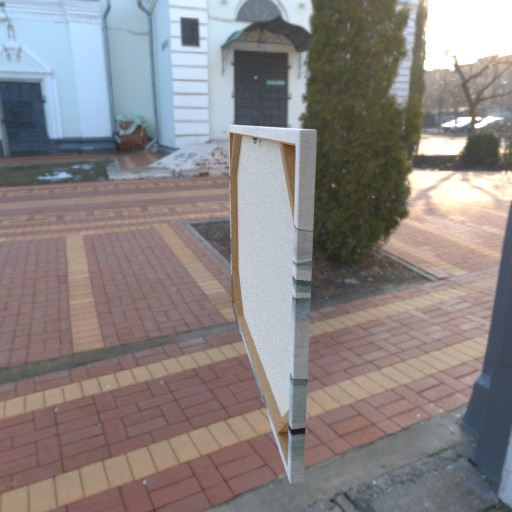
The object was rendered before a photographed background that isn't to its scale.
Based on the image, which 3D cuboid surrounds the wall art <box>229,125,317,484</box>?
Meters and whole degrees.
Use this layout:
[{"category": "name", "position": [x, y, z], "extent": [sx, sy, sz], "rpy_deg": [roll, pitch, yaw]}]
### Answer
[{"category": "wall art", "position": [0.000, 0.000, 1.630], "extent": [0.039, 0.915, 1.219], "rpy_deg": [-3, 17, -10]}]
